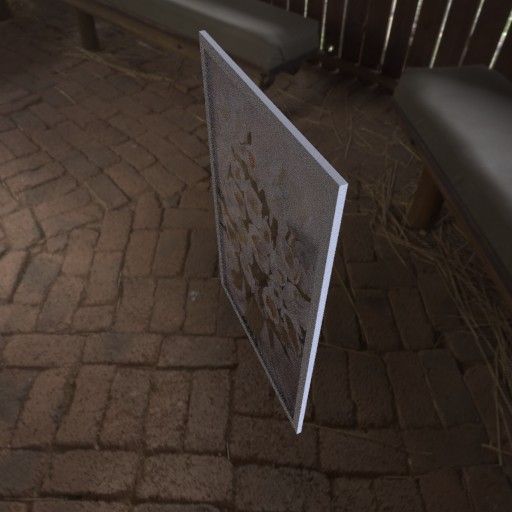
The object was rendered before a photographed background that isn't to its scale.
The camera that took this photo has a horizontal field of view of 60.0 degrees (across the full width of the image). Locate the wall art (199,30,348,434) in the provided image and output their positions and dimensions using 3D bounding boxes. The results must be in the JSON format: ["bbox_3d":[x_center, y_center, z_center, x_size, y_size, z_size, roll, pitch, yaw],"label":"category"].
[{"bbox_3d":[0.000,0.000,1.230,0.015,0.965,0.660,-18,50,-16],"label":"wall art"}]
